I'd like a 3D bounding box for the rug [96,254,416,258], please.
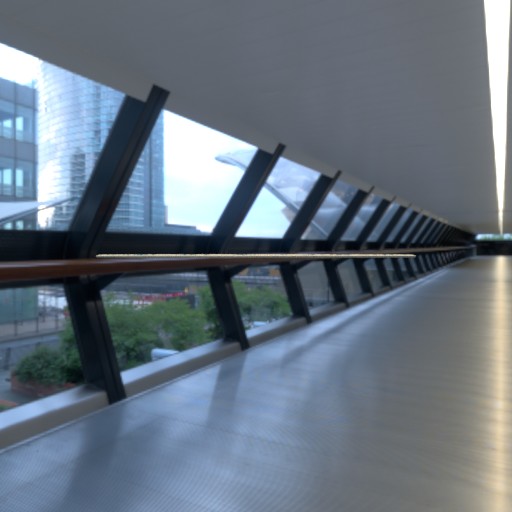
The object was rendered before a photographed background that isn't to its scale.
[{"bbox_3d":[0.000,0.000,2.346,1.593,0.012,1.593,0,0,0],"label":"rug"}]
